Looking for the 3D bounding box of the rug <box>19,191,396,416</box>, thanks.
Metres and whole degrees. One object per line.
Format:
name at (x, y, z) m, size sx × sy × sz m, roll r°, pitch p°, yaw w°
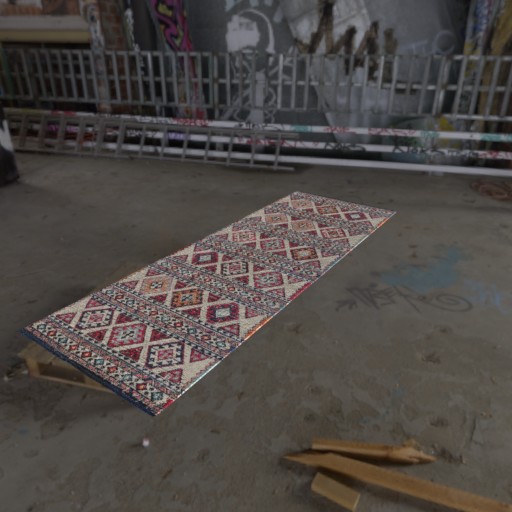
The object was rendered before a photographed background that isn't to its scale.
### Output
rug at (0.000, 0.000, 2.542) m, size 0.832 × 0.008 × 2.362 m, roll 17°, pitch 31°, yaw 31°
